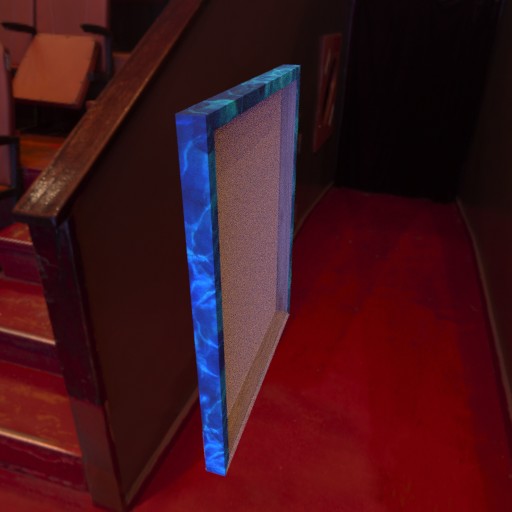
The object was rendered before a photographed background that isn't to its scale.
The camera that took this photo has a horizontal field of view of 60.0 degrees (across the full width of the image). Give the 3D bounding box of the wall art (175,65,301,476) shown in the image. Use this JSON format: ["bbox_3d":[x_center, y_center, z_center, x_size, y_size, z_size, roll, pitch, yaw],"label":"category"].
[{"bbox_3d":[0.000,0.000,0.863,0.038,0.635,0.508,8,30,15],"label":"wall art"}]
